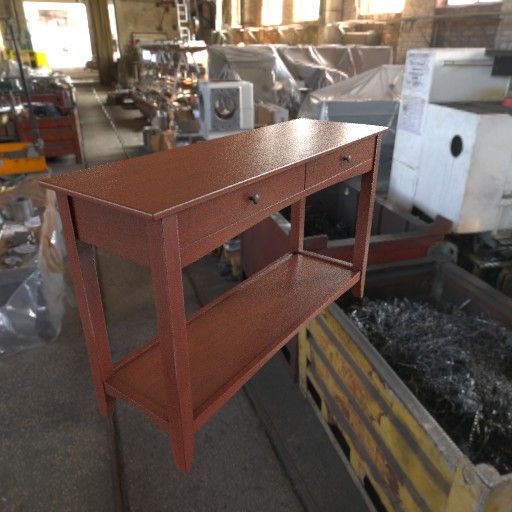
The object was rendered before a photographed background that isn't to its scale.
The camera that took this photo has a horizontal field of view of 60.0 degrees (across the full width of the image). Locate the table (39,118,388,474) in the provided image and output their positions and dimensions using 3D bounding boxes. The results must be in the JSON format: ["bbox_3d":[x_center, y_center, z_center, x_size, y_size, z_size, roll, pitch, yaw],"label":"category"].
[{"bbox_3d":[0.000,0.000,1.519,0.392,0.739,1.188,17,31,32],"label":"table"}]
